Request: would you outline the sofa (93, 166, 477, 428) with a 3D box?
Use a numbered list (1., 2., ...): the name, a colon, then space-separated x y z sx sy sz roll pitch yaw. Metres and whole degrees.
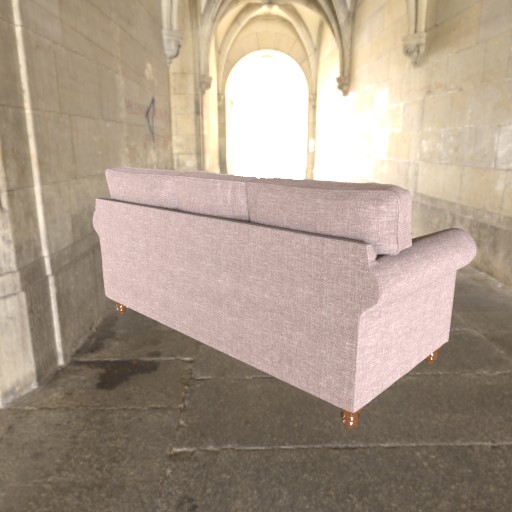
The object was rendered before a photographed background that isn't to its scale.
1. sofa: 0.000 0.000 2.512 2.084 0.961 0.916 13 19 42
